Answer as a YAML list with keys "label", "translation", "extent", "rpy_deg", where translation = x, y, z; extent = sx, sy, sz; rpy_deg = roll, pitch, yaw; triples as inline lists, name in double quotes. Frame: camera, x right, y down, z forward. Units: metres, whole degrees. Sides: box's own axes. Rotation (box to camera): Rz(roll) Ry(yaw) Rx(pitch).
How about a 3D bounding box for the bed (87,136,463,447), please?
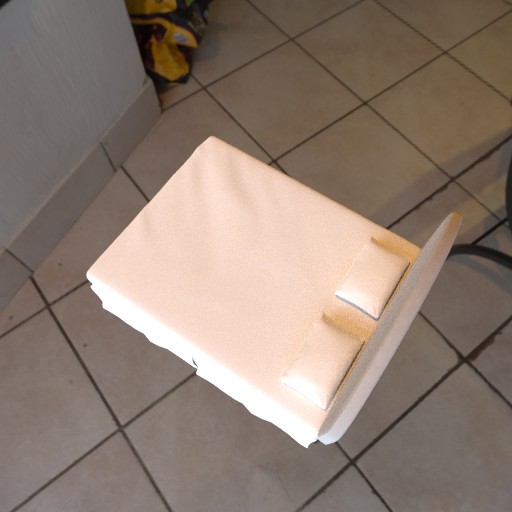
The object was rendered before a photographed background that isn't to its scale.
- label: "bed"
  translation: [0.000, 0.000, 3.026]
  extent: [2.005, 1.410, 1.607]
  rpy_deg: [31, 68, 14]
